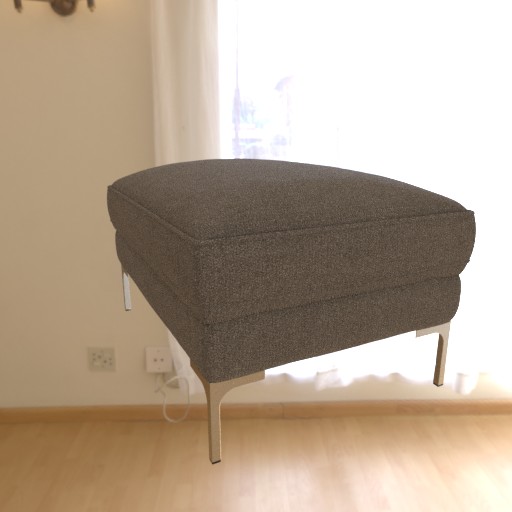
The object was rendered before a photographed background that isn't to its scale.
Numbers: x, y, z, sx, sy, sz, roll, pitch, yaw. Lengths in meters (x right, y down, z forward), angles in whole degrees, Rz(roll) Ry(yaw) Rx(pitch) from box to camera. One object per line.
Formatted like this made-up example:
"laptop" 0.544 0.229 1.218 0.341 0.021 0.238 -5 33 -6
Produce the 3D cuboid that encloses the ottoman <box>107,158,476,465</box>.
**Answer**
"ottoman" 0.000 0.000 1.108 0.583 0.464 0.785 -8 17 -26
